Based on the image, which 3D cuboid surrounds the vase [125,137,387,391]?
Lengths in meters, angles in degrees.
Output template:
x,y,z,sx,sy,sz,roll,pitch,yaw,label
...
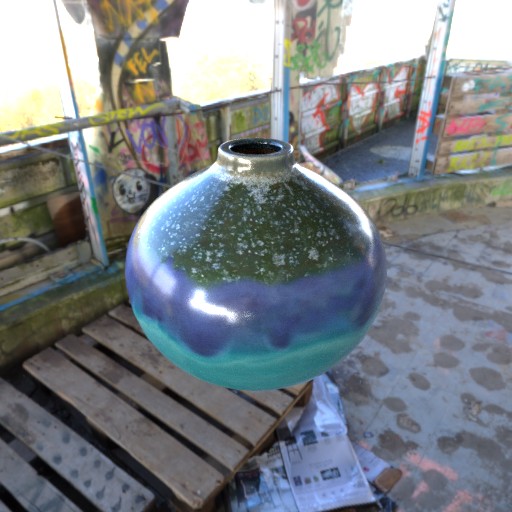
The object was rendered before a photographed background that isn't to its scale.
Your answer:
x,y,z,sx,sy,sz,roll,pitch,yaw,label
0.000,0.000,0.267,0.154,0.133,0.154,0,29,0,vase
